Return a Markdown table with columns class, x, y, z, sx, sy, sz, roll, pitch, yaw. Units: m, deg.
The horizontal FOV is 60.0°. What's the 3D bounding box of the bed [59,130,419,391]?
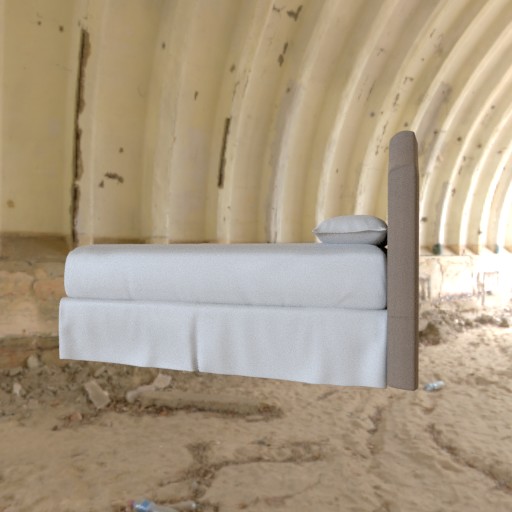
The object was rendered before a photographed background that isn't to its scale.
| class | x | y | z | sx | sy | sz | roll | pitch | yaw |
| --- | --- | --- | --- | --- | --- | --- | --- | --- | --- |
| bed | 0.000 | 0.000 | 3.227 | 2.164 | 1.303 | 1.828 | 0 | 1 | 18 |
